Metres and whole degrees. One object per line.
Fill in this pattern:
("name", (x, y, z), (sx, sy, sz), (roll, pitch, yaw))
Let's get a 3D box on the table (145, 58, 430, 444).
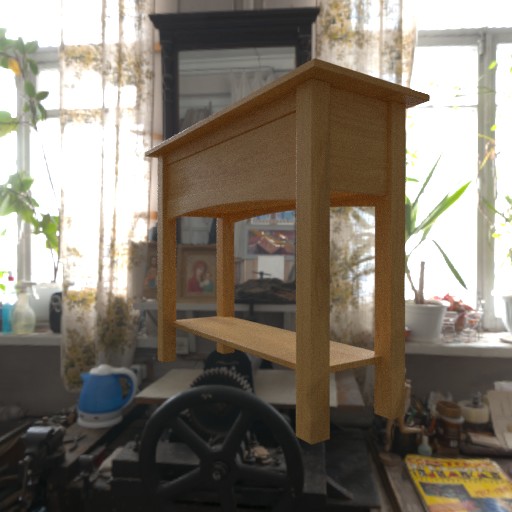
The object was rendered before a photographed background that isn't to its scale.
("table", (0.000, 0.000, 1.276), (0.340, 0.728, 0.900), (0, 1, -33))
